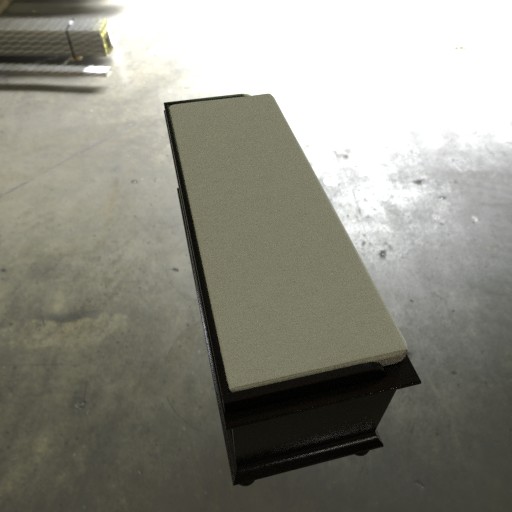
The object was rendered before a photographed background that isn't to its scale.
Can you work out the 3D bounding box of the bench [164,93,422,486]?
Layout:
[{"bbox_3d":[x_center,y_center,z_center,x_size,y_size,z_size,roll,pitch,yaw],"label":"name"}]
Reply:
[{"bbox_3d":[0.000,0.000,1.397,0.402,0.501,1.185,-10,48,-9],"label":"bench"}]
